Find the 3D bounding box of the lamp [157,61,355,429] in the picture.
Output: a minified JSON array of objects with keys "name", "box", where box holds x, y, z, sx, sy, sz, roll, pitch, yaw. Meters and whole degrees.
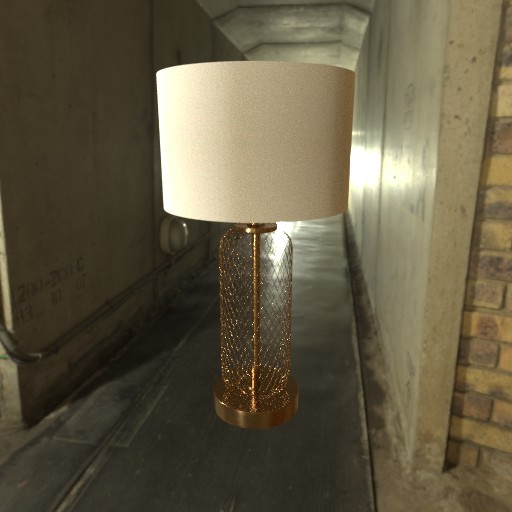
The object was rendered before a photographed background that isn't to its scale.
[{"name":"lamp","box":[0.000,0.000,0.638,0.252,0.483,0.252,-8,17,-27]}]
